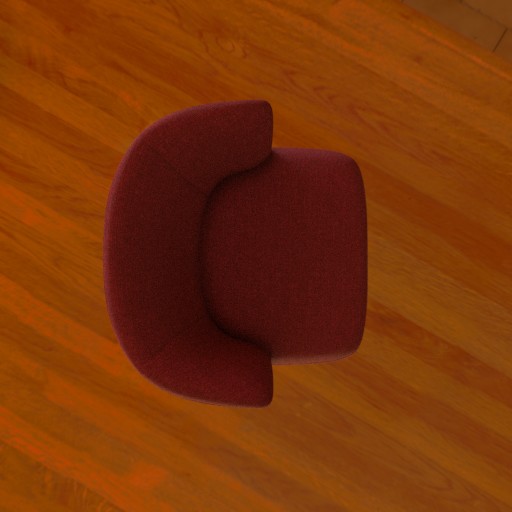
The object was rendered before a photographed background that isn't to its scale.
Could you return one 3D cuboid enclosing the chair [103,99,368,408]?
[{"bbox_3d":[0.000,0.000,1.328,0.660,0.760,0.700,0,89,0],"label":"chair"}]
